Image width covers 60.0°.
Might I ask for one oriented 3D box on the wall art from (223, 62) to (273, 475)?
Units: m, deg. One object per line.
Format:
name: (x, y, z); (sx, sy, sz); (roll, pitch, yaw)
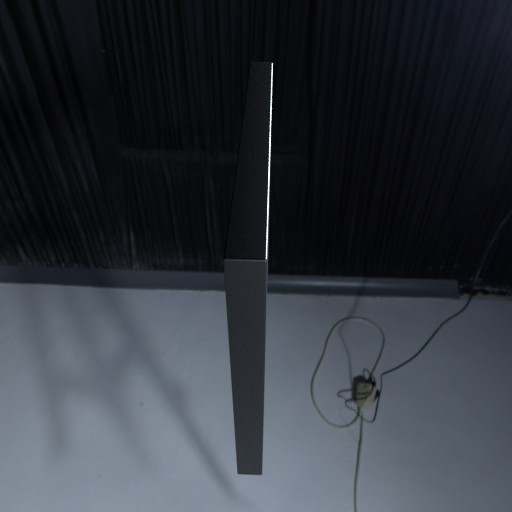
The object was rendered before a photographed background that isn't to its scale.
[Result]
wall art: (0.000, 0.000, 0.538); (0.028, 0.330, 0.380); (1, 42, 2)
